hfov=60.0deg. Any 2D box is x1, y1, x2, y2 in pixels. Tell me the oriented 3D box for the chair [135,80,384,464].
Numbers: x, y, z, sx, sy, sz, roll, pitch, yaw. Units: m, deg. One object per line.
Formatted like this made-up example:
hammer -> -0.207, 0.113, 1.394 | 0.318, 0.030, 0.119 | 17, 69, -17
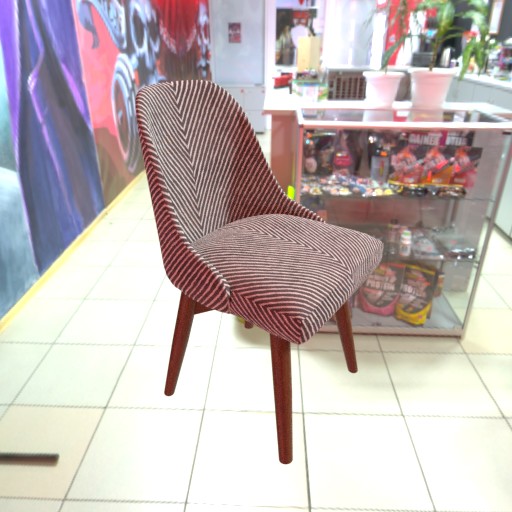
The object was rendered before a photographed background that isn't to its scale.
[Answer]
chair -> 0.000, 0.000, 1.245 | 0.591, 0.883, 0.504 | 17, 32, 31
